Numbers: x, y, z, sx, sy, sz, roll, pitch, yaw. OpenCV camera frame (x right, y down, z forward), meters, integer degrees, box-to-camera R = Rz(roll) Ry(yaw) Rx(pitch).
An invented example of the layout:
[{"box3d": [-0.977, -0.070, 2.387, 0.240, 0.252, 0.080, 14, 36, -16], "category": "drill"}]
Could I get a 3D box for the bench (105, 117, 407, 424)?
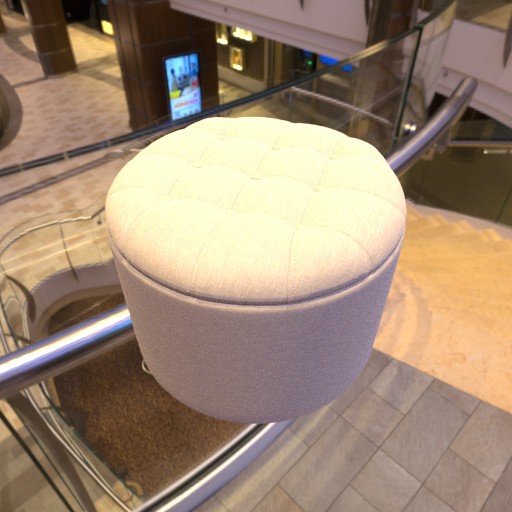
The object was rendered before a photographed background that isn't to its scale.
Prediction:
[{"box3d": [0.000, 0.000, 1.011, 0.600, 0.454, 0.600, 0, 42, 0], "category": "bench"}]
